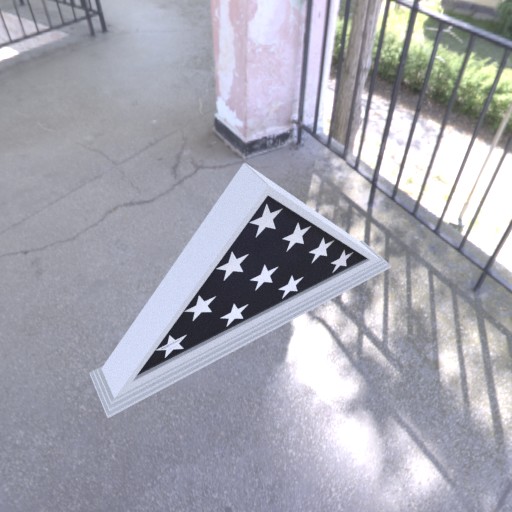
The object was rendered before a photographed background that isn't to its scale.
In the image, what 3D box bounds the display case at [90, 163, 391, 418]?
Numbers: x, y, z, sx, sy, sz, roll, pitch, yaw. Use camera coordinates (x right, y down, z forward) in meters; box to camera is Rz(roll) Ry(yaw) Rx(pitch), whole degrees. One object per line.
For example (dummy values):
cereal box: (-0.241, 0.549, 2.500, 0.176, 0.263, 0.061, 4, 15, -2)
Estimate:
display case: (0.000, 0.000, 0.761, 0.640, 0.340, 0.095, -24, 50, -22)
